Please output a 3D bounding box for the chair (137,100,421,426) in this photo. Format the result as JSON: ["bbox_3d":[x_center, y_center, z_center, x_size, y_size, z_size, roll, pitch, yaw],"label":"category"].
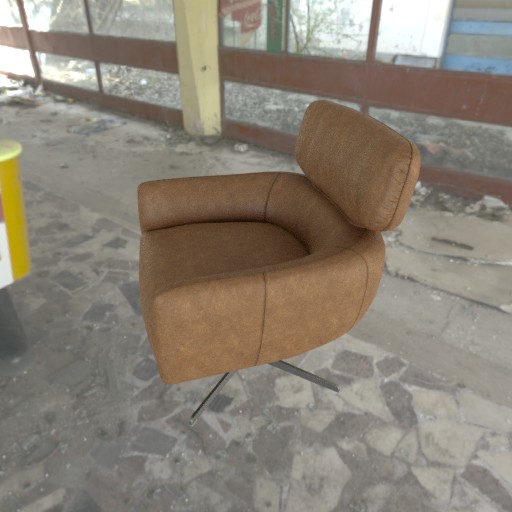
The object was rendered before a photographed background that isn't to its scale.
[{"bbox_3d":[0.000,0.000,1.355,0.715,0.812,0.706,-8,32,-13],"label":"chair"}]
